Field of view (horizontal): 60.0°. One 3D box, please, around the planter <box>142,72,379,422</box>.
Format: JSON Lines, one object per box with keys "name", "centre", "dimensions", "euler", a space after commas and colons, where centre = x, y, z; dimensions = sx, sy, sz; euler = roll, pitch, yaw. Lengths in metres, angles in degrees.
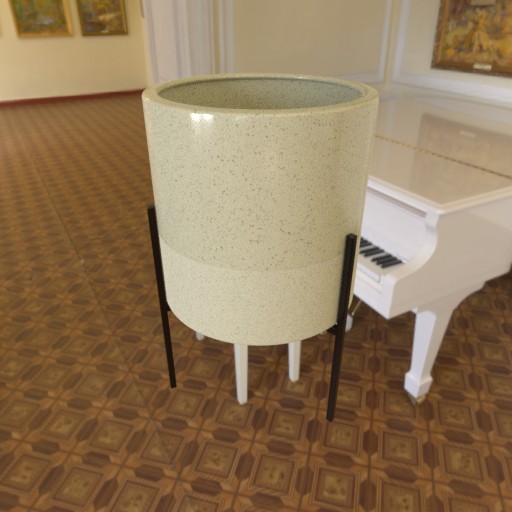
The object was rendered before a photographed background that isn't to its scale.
{"name": "planter", "centre": [0.000, 0.000, 0.543], "dimensions": [0.243, 0.390, 0.234], "euler": [-9, 31, -15]}
